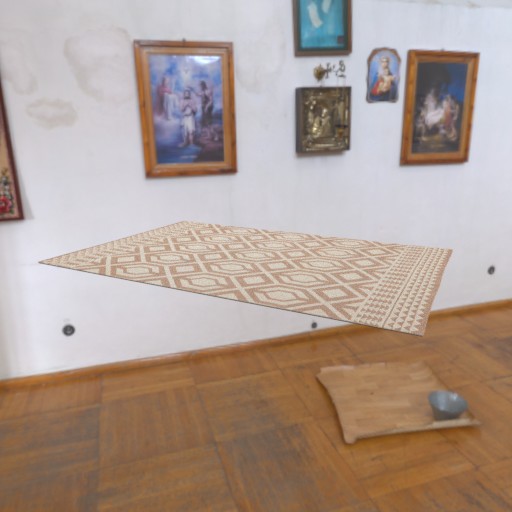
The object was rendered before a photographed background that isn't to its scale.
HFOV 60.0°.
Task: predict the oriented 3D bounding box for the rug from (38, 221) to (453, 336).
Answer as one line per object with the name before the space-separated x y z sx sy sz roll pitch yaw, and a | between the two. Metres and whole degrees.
rug | 0.000 0.000 2.338 1.829 0.008 1.219 8 17 26
